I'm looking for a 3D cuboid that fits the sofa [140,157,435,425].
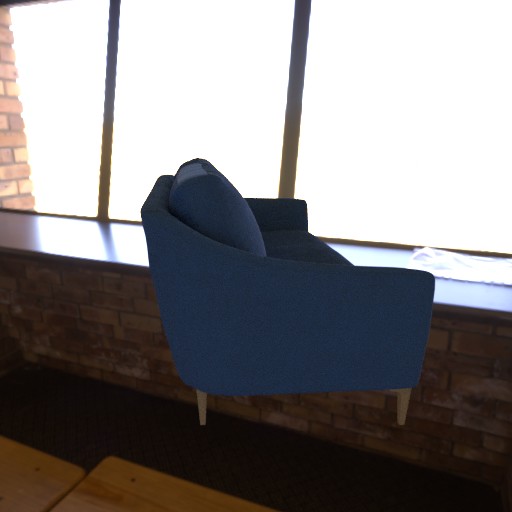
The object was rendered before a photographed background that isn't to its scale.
[{"bbox_3d":[0.000,0.000,2.155,0.960,0.902,1.619,-2,16,-9],"label":"sofa"}]
